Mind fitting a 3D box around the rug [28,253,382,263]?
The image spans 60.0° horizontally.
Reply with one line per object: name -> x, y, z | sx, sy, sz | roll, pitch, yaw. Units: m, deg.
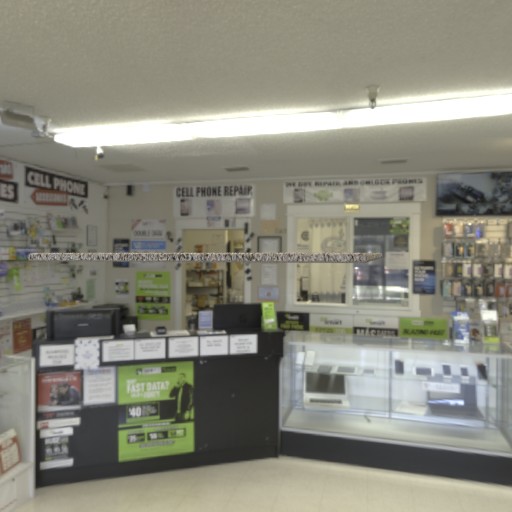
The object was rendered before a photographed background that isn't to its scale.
rug -> 0.000, 0.000, 2.295 | 1.219, 0.030, 1.778 | 0, 0, 17
